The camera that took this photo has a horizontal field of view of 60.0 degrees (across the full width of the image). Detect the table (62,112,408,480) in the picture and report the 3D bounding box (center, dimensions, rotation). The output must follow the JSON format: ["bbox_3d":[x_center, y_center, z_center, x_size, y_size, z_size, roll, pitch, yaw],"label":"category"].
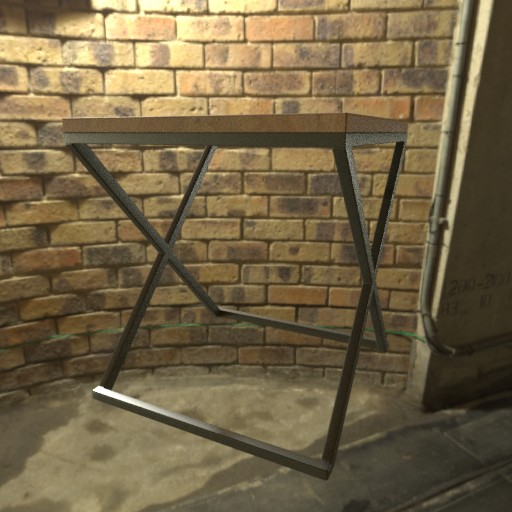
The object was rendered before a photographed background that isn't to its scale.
[{"bbox_3d":[0.000,0.000,0.935,0.499,0.550,0.498,8,17,26],"label":"table"}]
